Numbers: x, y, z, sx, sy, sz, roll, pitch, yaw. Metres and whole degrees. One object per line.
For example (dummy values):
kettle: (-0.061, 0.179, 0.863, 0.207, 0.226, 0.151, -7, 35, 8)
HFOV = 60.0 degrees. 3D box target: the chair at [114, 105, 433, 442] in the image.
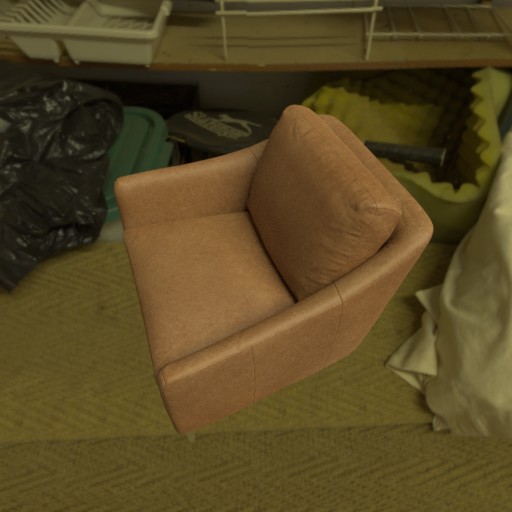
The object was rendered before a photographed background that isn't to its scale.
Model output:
chair: (0.000, 0.000, 1.747, 0.963, 0.895, 0.988, -15, 49, -13)
